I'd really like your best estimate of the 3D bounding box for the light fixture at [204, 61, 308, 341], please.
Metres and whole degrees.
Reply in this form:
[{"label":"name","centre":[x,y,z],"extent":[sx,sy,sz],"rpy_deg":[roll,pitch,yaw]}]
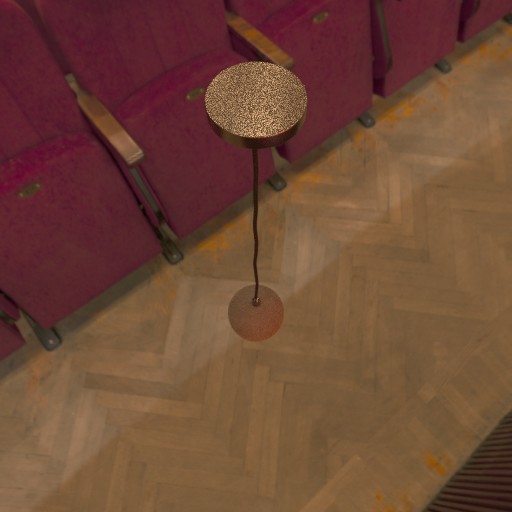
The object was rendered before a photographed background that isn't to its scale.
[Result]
[{"label":"light fixture","centre":[0.000,0.000,0.816],"extent":[0.139,0.764,0.139],"rpy_deg":[-36,69,-16]}]
